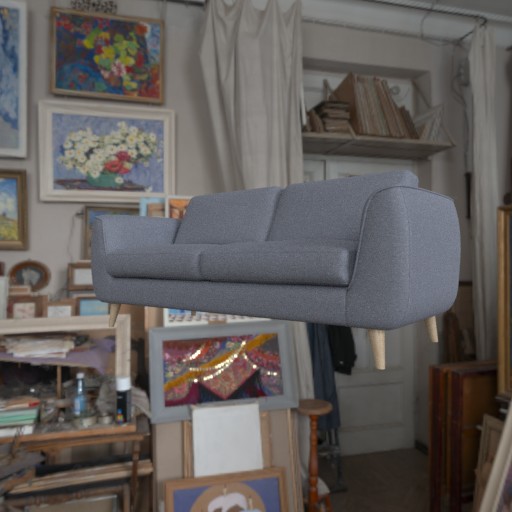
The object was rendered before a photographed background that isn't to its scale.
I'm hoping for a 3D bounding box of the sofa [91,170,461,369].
[{"bbox_3d":[0.000,0.000,2.528,2.000,0.870,0.920,0,-1,38],"label":"sofa"}]
